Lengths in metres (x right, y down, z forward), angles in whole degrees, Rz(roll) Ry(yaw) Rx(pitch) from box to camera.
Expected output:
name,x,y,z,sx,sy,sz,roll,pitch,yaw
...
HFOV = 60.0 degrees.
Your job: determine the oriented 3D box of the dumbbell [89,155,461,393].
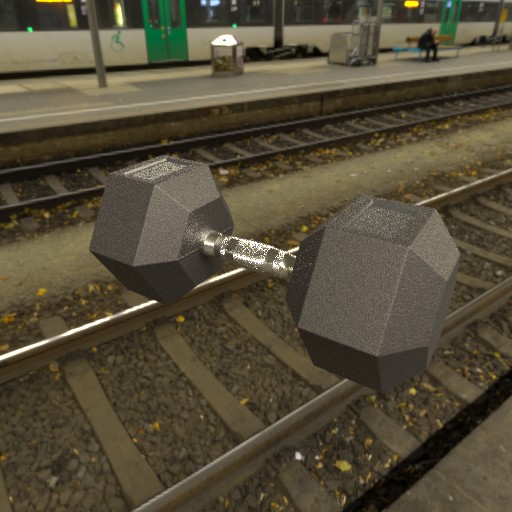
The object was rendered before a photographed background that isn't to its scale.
name,x,y,z,sx,sy,sz,roll,pitch,yaw
dumbbell,0.000,0.000,0.335,0.271,0.106,0.122,17,33,28
